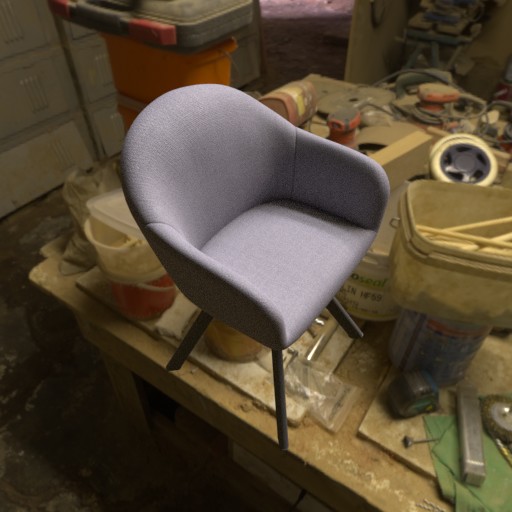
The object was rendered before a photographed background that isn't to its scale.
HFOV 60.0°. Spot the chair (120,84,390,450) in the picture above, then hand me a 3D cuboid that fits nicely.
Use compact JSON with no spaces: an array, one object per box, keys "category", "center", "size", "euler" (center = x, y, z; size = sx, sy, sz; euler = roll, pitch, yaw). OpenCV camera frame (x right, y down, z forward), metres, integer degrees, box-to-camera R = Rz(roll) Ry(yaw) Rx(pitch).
[{"category":"chair","center":[0.000,0.000,1.209],"size":[0.550,0.795,0.590],"euler":[26,48,25]}]
